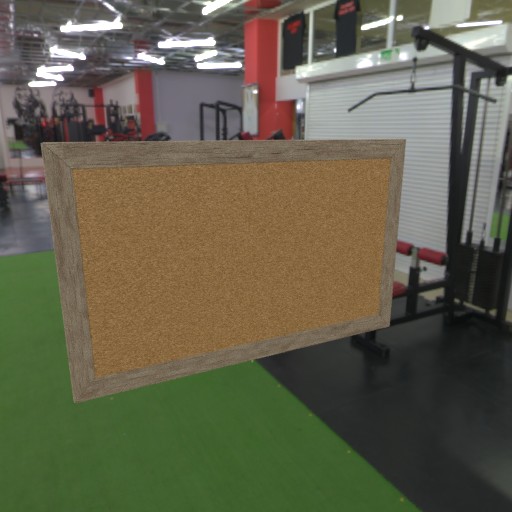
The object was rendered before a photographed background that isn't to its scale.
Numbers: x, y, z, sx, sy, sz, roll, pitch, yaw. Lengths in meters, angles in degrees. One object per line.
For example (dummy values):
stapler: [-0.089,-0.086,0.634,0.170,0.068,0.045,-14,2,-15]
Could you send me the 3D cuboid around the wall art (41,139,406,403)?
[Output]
wall art: [0.000,0.000,0.952,0.780,0.480,0.021,-8,17,-25]
